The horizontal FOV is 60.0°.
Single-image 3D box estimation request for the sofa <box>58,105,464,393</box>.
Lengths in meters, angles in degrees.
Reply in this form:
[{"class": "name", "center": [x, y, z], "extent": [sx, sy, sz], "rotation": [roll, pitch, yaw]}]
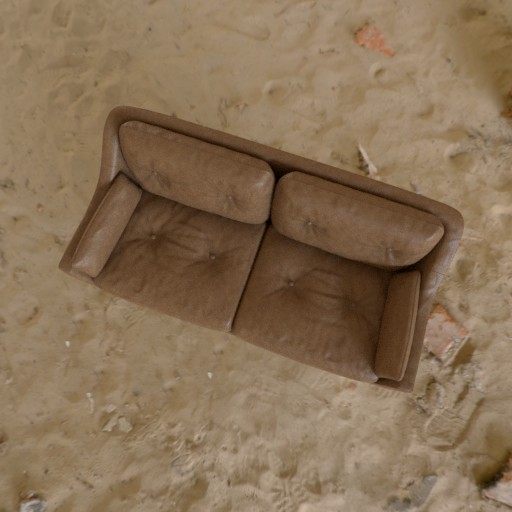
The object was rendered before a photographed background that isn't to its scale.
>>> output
[{"class": "sofa", "center": [0.000, 0.000, 2.405], "extent": [1.902, 0.839, 0.904], "rotation": [19, 76, 5]}]
